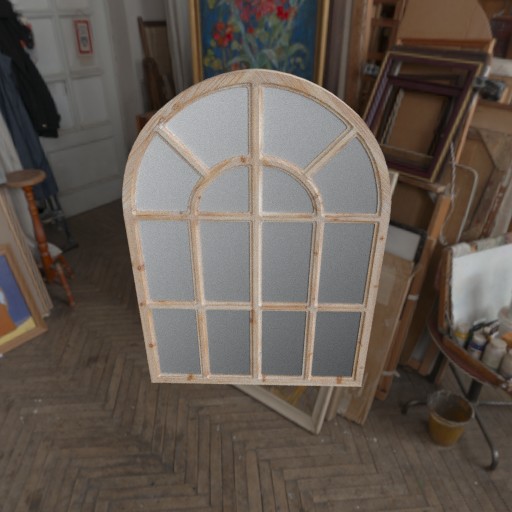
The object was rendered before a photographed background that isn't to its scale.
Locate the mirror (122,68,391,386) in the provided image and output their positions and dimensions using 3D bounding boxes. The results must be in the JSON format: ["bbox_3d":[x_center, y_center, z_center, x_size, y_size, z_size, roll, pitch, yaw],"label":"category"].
[{"bbox_3d":[0.000,0.000,1.176,0.660,0.920,0.032,1,30,1],"label":"mirror"}]
